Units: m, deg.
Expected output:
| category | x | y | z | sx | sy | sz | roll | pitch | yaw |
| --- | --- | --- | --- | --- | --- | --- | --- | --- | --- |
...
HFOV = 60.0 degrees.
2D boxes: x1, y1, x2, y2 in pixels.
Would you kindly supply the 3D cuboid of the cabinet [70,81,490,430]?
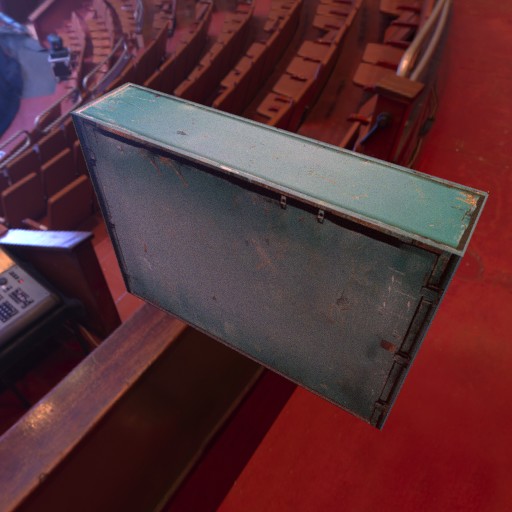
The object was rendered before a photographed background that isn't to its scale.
| category | x | y | z | sx | sy | sz | roll | pitch | yaw |
| --- | --- | --- | --- | --- | --- | --- | --- | --- | --- |
| cabinet | 0.000 | 0.000 | 3.872 | 3.001 | 2.160 | 0.680 | 24 | 50 | 22 |
